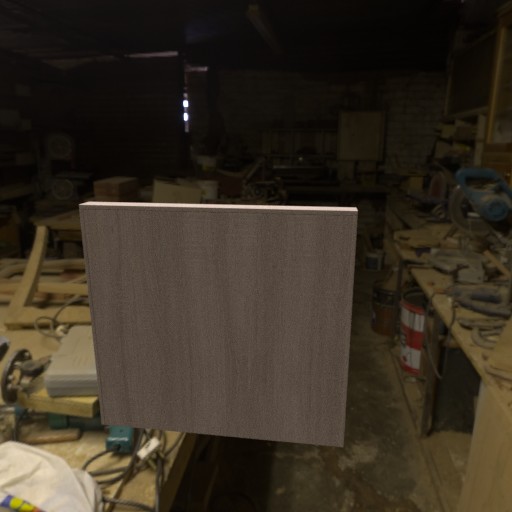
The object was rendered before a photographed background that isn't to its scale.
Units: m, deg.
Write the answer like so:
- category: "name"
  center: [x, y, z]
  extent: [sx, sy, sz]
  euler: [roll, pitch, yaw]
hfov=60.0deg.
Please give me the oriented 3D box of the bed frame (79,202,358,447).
- category: "bed frame"
  center: [0.000, 0.000, 2.679]
  extent: [0.990, 0.920, 2.140]
  euler: [2, 15, 8]
